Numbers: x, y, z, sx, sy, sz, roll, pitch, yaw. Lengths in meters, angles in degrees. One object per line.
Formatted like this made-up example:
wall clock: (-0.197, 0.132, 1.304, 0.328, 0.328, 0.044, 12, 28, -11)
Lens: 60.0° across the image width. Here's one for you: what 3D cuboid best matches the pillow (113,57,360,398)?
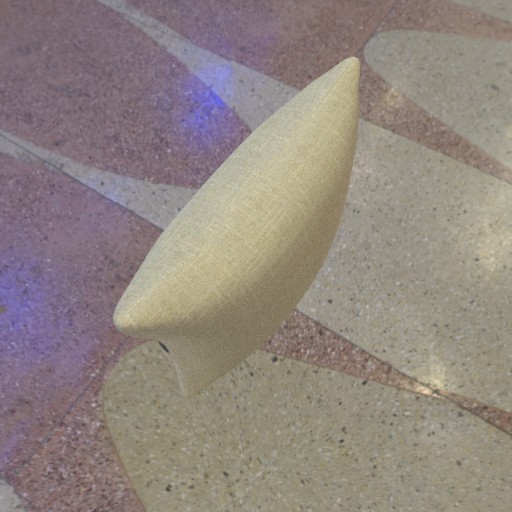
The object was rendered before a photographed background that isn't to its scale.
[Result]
pillow: (0.000, 0.000, 0.631, 0.173, 0.399, 0.414, 32, 67, 15)
